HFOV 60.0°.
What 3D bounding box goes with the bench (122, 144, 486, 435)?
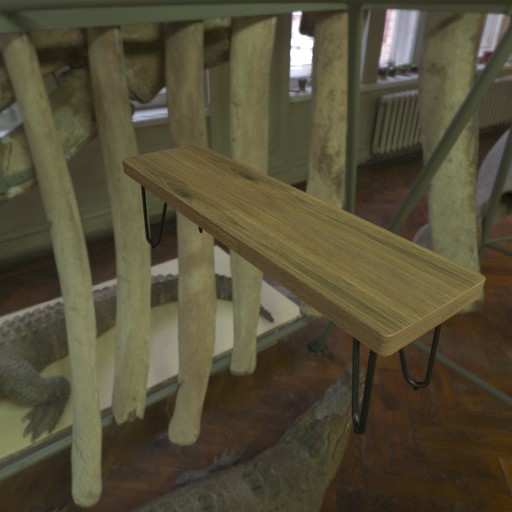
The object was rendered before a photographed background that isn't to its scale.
[{"bbox_3d":[0.000,0.000,1.759,0.425,0.462,1.570,-21,36,-31],"label":"bench"}]
